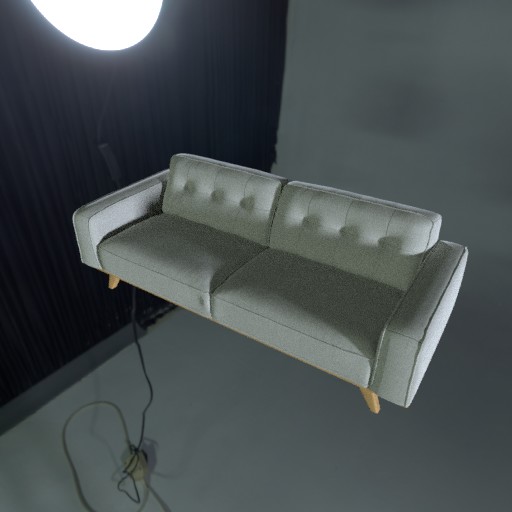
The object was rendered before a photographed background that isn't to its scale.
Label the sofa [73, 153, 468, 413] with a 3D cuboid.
[{"bbox_3d":[0.000,0.000,2.750,2.270,0.781,0.956,19,37,28],"label":"sofa"}]
